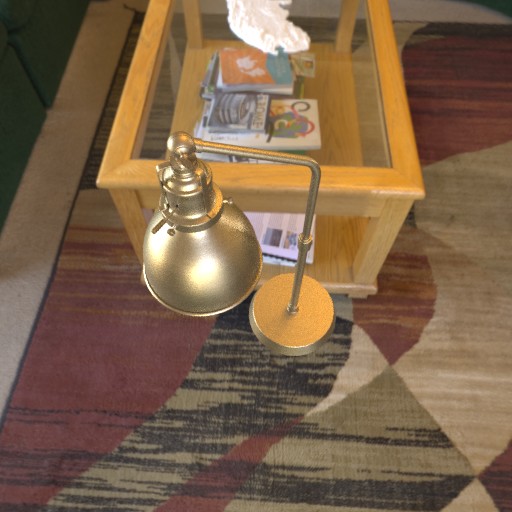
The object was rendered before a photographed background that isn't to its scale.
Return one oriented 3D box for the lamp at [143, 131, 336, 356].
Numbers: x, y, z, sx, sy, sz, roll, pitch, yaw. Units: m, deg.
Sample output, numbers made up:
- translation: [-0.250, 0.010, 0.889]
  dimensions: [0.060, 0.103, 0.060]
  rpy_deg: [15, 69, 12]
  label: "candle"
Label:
- translation: [0.000, 0.000, 0.579]
  dimensions: [0.286, 0.456, 0.153]
  rpy_deg: [-13, 60, -8]
  label: "lamp"
